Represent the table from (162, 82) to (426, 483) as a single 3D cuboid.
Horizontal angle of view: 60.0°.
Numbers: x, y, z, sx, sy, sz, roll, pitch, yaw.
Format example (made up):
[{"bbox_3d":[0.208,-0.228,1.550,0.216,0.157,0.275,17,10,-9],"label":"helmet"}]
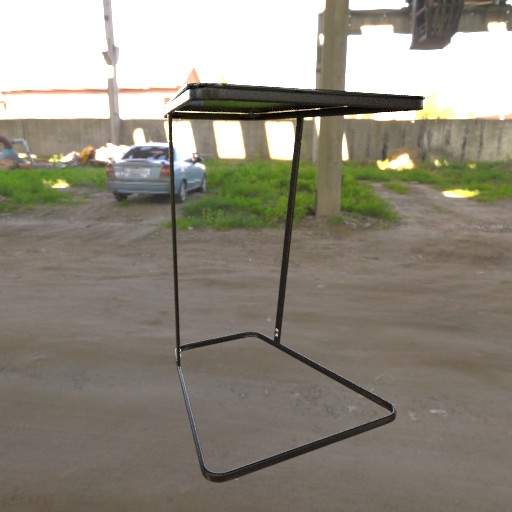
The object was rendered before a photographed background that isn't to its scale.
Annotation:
[{"bbox_3d":[0.000,0.000,0.951,0.427,0.624,0.500,-7,16,-26],"label":"table"}]
